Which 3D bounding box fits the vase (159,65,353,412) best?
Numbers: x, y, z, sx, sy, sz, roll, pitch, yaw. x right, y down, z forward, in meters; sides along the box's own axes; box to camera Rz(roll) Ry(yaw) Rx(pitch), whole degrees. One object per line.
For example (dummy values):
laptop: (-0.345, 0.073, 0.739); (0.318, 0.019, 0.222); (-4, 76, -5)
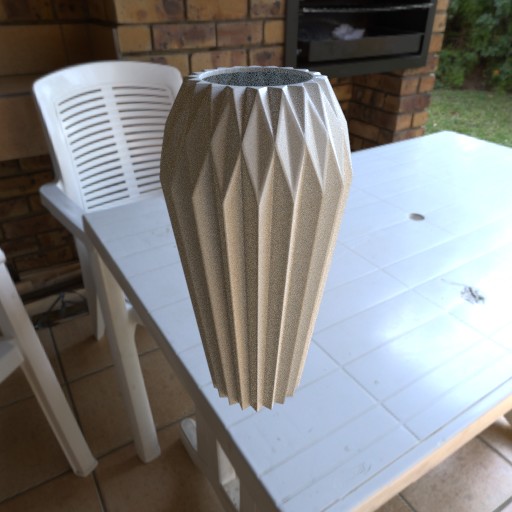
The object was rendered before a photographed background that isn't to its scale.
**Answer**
vase: (0.000, 0.000, 0.345); (0.133, 0.263, 0.133); (0, 31, 0)
